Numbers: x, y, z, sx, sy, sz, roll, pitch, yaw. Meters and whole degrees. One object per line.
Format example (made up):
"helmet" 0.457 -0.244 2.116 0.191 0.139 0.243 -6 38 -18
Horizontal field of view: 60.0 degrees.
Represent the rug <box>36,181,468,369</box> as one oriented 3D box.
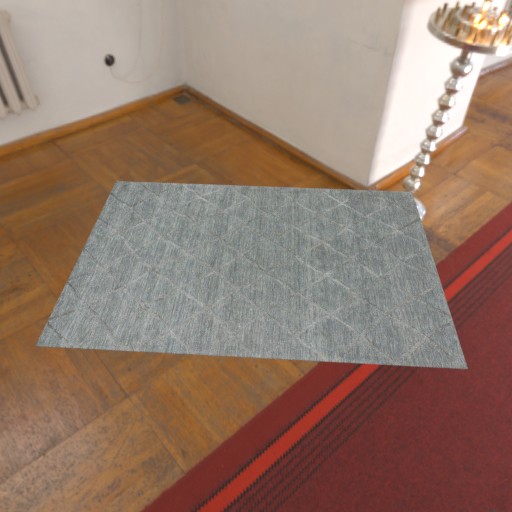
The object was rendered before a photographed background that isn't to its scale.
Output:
"rug" 0.000 0.000 2.876 2.283 0.006 1.521 2 45 2
